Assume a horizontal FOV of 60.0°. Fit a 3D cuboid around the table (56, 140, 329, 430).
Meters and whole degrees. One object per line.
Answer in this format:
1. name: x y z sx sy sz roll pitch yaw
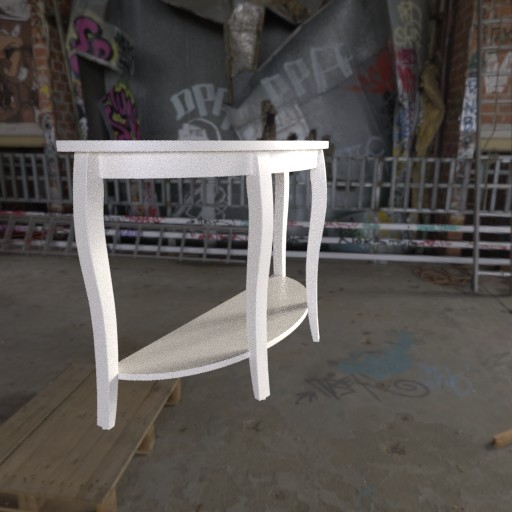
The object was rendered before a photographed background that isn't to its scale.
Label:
1. table: 0.000 0.000 1.554 0.394 0.780 1.219 8 16 28
